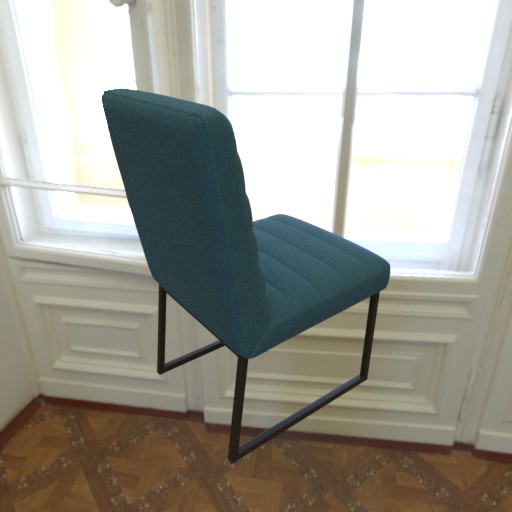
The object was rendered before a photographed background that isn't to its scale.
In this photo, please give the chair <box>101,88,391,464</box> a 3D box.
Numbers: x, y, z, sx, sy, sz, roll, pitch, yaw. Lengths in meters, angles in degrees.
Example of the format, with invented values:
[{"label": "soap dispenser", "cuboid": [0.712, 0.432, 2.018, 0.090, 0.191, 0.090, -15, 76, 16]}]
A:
[{"label": "chair", "cuboid": [0.000, 0.000, 1.303, 0.634, 0.930, 0.520, -18, 32, -32]}]
